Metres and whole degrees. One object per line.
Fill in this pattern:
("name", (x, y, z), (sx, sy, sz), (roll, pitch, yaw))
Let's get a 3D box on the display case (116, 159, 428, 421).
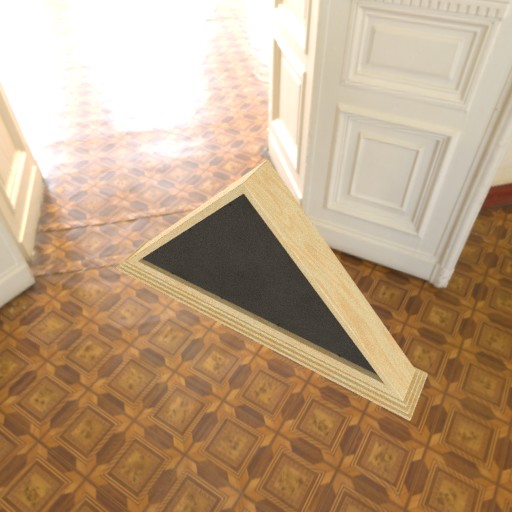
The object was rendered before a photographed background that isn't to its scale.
("display case", (0.000, 0.000, 0.738), (0.640, 0.340, 0.095), (24, 50, 21))
